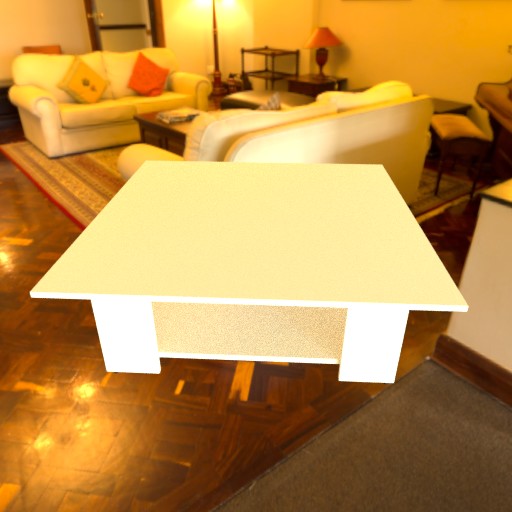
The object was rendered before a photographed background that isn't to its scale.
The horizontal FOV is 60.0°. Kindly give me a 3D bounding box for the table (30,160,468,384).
[{"bbox_3d":[0.000,0.000,1.358,0.890,0.305,0.890,2,30,3],"label":"table"}]
